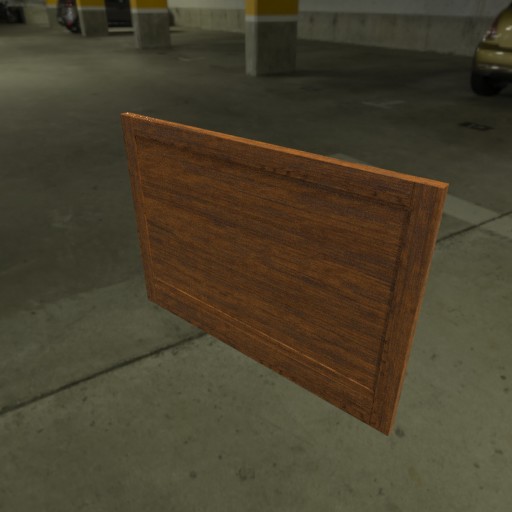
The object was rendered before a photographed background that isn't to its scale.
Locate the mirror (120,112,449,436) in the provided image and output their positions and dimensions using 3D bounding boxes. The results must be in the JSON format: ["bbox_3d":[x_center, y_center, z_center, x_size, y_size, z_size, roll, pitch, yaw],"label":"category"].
[{"bbox_3d":[0.000,0.000,1.001,0.758,0.537,0.084,22,37,33],"label":"mirror"}]
